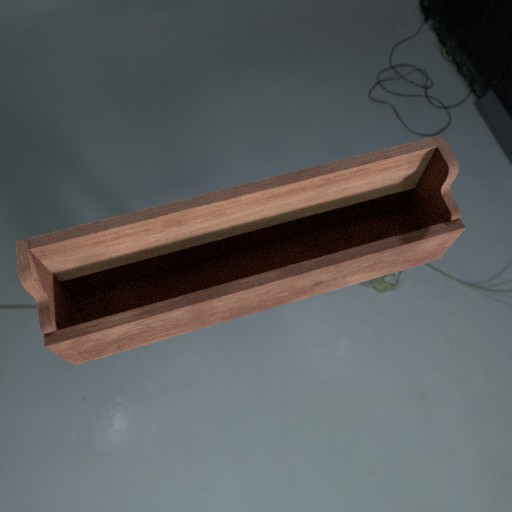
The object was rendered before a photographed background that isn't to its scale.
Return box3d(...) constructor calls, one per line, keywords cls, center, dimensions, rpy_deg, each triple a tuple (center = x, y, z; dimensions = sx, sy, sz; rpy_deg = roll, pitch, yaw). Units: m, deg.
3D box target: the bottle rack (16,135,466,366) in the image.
box3d(cls="bottle rack", center=(0.000, 0.000, 0.670), dimensions=(0.608, 0.196, 0.126), rpy_deg=(-15, 64, -8))
